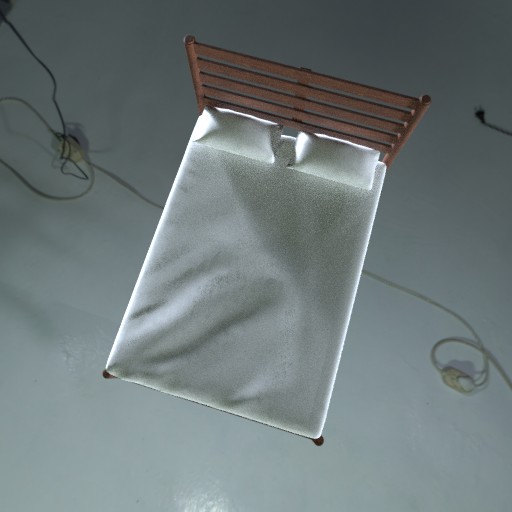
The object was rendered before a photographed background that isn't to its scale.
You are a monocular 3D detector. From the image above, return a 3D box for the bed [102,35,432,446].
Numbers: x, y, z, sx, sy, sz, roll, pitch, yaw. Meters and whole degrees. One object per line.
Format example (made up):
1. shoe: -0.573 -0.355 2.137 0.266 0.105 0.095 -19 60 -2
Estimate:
1. bed: 0.000 0.000 2.985 1.509 1.304 2.093 16 76 4
